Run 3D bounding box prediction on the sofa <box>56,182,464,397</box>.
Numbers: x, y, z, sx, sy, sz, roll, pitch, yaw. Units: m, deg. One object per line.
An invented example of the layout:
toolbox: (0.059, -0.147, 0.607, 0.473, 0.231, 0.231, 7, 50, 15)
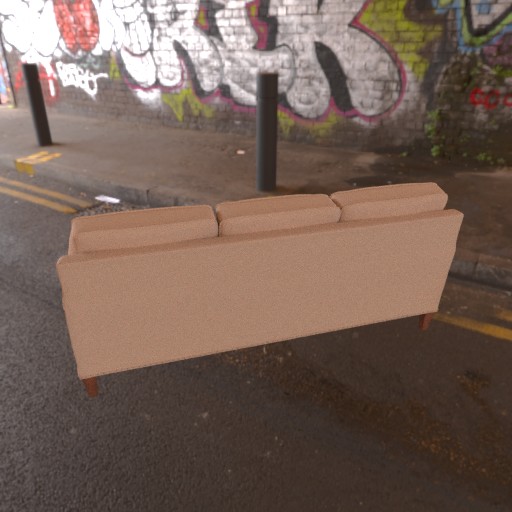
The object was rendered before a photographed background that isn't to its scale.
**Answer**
sofa: (0.000, 0.000, 2.834, 2.246, 1.003, 1.084, -8, 27, -15)
